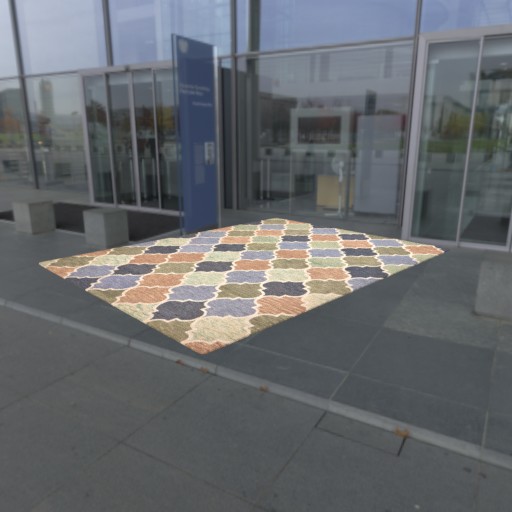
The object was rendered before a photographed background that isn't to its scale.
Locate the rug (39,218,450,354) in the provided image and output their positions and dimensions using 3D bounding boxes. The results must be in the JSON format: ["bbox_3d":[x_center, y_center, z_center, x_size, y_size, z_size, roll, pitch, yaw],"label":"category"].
[{"bbox_3d":[0.000,0.000,4.296,3.200,0.013,2.439,-15,21,-43],"label":"rug"}]
